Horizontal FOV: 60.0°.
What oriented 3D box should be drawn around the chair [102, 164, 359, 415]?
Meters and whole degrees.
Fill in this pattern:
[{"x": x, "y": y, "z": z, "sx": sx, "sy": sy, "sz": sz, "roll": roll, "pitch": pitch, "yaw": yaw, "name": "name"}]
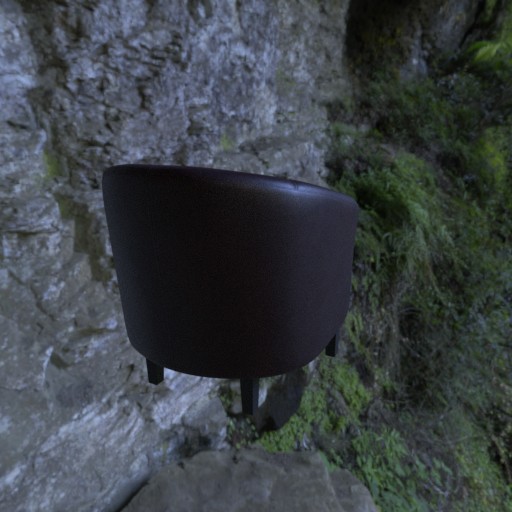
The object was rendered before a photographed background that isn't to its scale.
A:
[{"x": 0.000, "y": 0.000, "z": 1.689, "sx": 0.737, "sy": 0.755, "sz": 1.176, "roll": 8, "pitch": 18, "yaw": 26, "name": "chair"}]
